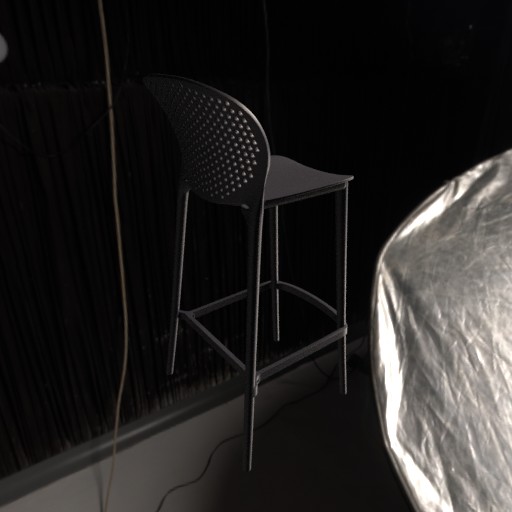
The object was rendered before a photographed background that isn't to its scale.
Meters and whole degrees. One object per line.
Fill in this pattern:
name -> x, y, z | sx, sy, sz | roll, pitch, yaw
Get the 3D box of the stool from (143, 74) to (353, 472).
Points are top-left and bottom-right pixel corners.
stool -> 0.000, 0.000, 1.361 | 0.535, 1.045, 0.536 | -16, 29, -32
